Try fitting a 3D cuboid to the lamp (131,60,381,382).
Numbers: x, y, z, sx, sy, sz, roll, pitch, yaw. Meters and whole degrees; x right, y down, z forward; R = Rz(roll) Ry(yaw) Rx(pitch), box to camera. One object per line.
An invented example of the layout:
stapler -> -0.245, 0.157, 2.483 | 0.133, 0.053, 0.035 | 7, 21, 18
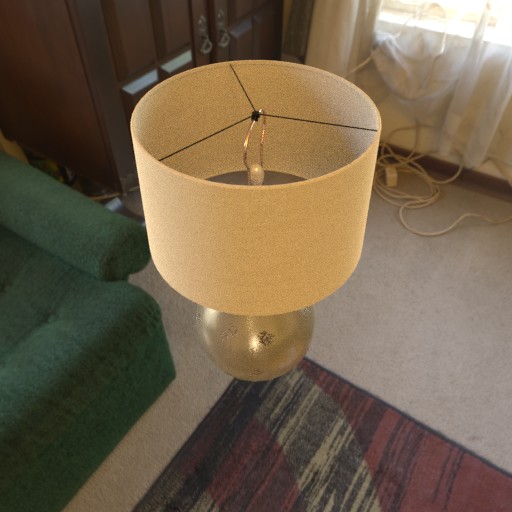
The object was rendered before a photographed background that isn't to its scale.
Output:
lamp -> 0.000, 0.000, 0.740 | 0.330, 0.521, 0.330 | 0, 47, 0
